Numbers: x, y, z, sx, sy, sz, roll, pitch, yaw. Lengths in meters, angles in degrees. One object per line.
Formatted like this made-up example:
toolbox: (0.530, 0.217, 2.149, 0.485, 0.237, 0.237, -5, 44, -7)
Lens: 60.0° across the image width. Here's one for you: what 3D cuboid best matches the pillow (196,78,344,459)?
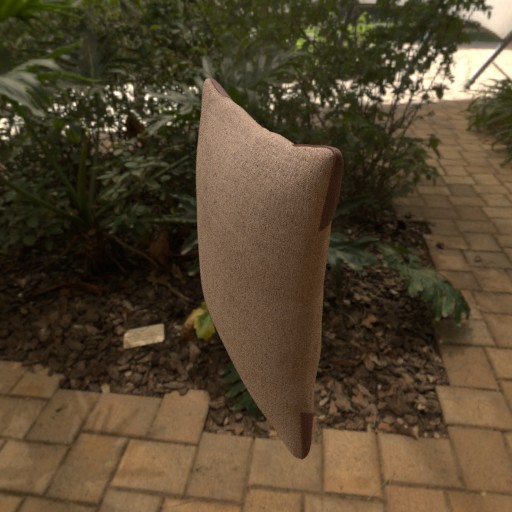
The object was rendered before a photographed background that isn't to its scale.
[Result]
pillow: (0.000, 0.000, 0.668, 0.147, 0.448, 0.437, -11, 32, -18)
